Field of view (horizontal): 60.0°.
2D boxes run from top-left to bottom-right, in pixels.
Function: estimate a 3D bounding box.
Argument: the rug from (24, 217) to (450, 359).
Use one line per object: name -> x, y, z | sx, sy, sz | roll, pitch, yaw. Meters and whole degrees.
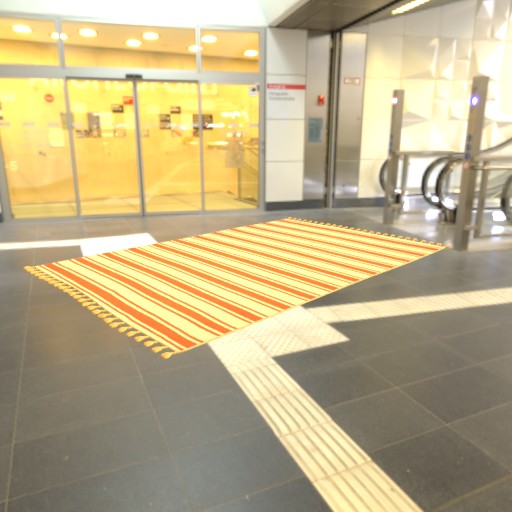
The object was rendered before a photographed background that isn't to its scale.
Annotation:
rug -> 0.000, 0.000, 2.946 | 2.433, 0.022, 1.556 | -14, 21, -42
